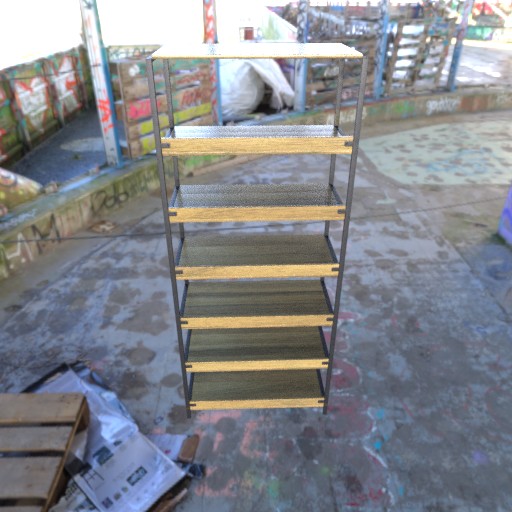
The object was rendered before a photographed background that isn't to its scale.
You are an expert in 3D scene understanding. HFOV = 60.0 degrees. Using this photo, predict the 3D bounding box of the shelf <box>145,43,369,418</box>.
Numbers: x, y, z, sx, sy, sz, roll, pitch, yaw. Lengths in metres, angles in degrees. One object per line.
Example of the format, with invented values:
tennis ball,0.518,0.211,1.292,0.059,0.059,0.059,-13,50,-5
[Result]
shelf,0.000,0.000,2.367,0.847,2.015,0.431,-1,31,-2
